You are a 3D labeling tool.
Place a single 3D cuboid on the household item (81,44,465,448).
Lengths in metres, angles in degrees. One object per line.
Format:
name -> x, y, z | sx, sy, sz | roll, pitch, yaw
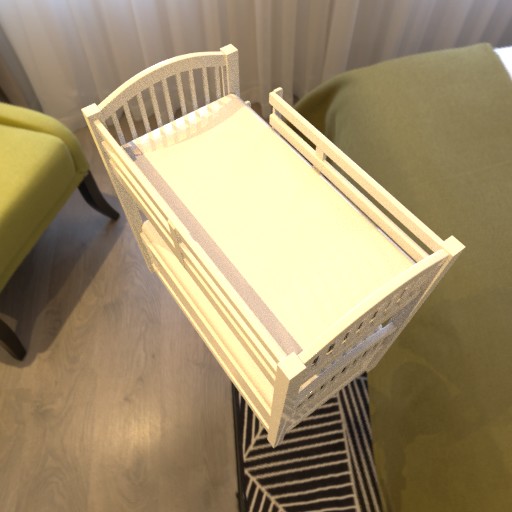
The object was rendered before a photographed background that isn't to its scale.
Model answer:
household item -> 0.000, 0.000, 3.221 | 1.143, 2.032, 2.032 | -32, 64, -18
